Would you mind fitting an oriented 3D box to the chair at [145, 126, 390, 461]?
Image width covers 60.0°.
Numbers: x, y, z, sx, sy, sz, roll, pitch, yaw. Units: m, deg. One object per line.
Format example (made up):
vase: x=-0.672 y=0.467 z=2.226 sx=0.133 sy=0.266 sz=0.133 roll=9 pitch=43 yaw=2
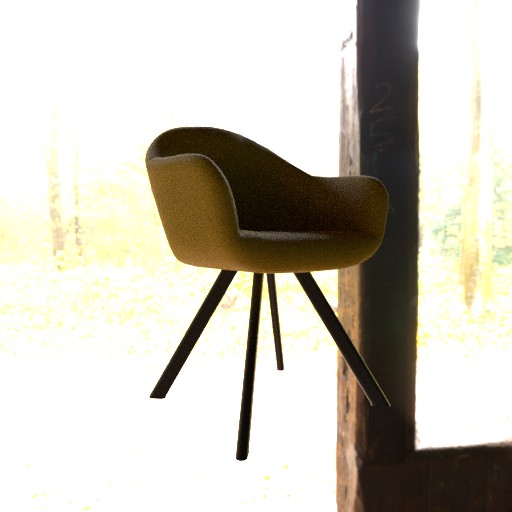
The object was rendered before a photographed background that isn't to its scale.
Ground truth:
chair: x=0.000 y=0.000 z=1.236 sx=0.590 sy=0.795 sz=0.550 roll=-2 pitch=3 yaw=-37
